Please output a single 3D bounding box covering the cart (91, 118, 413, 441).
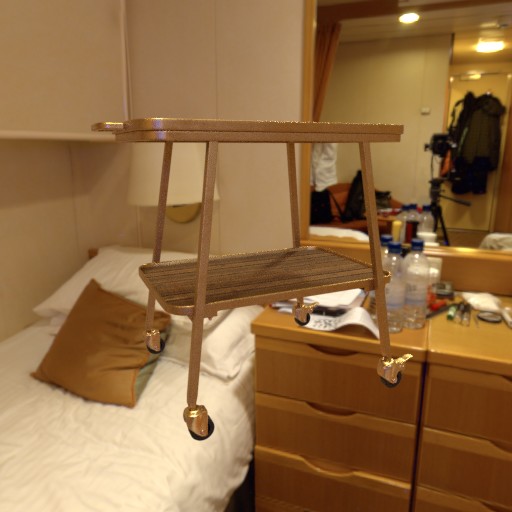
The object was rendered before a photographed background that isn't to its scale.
[{"bbox_3d":[0.000,0.000,1.241,0.806,0.700,0.524,-6,15,-24],"label":"cart"}]
